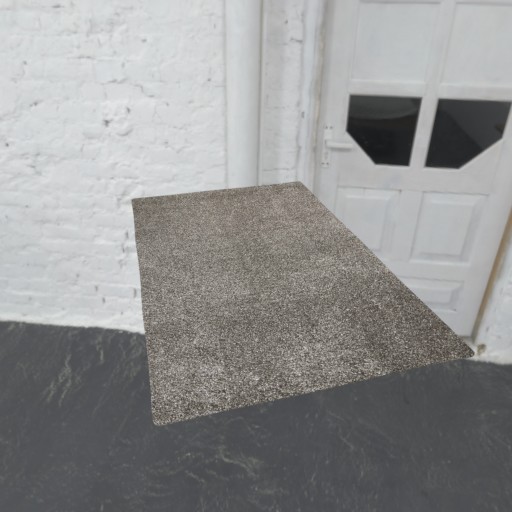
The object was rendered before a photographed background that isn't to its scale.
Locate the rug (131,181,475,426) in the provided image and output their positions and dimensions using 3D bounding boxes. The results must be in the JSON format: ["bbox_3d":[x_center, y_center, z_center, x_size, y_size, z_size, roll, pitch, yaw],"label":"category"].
[{"bbox_3d":[0.000,0.000,2.902,1.501,0.025,2.352,-8,31,-14],"label":"rug"}]
